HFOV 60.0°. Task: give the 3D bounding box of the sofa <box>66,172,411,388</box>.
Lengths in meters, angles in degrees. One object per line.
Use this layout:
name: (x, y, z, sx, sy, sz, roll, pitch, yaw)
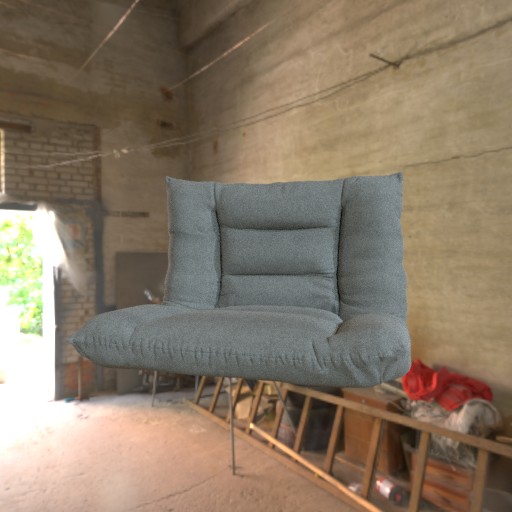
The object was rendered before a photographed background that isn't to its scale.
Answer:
sofa: (0.000, 0.000, 1.737, 1.144, 0.795, 0.847, 0, 0, 17)
